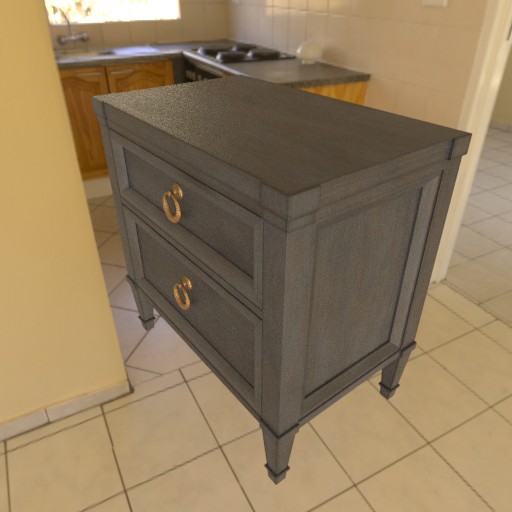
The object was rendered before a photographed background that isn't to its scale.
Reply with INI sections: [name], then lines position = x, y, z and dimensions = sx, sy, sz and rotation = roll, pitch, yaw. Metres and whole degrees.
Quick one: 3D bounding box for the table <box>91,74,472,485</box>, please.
[table]
position = 0.000, 0.000, 1.037
dimensions = 0.413, 0.660, 0.660
rotation = -23, 39, -31
